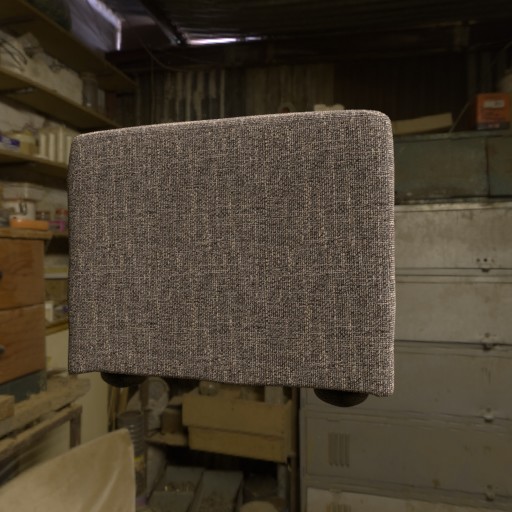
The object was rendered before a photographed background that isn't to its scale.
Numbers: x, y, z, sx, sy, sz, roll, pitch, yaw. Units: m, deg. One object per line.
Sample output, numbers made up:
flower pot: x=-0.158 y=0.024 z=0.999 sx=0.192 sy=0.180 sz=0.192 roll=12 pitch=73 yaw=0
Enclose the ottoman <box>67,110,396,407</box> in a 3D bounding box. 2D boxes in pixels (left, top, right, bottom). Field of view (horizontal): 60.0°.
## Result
ottoman: x=0.000 y=0.000 z=0.897 sx=0.521 sy=0.453 sz=0.512 roll=0 pitch=0 yaw=15
